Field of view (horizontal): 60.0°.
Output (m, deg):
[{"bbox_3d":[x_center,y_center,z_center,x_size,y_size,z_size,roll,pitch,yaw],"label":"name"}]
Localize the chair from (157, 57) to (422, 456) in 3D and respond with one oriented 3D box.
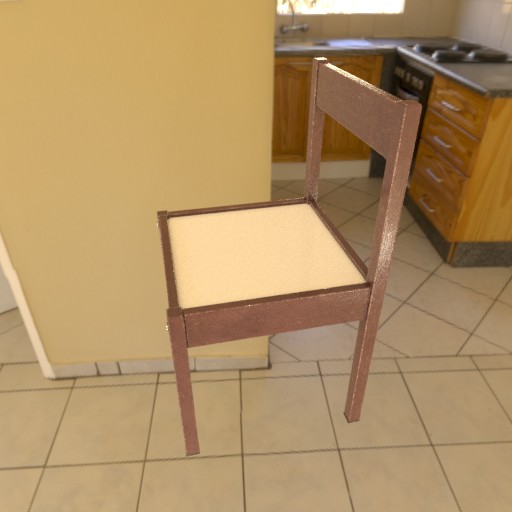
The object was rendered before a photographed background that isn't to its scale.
[{"bbox_3d":[0.000,0.000,0.675,0.285,0.505,0.285,-7,34,-11],"label":"chair"}]
